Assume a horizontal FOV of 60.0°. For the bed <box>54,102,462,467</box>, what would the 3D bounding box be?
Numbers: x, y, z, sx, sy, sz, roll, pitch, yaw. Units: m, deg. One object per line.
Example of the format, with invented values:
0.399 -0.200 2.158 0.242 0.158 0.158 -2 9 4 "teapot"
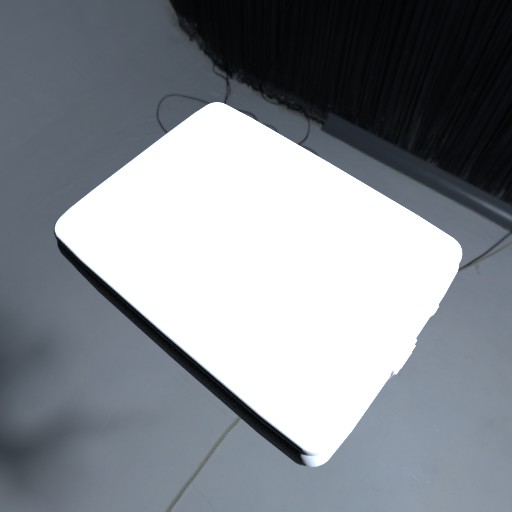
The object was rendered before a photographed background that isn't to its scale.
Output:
0.000 0.000 2.669 2.036 0.460 1.520 36 65 19 "bed"
